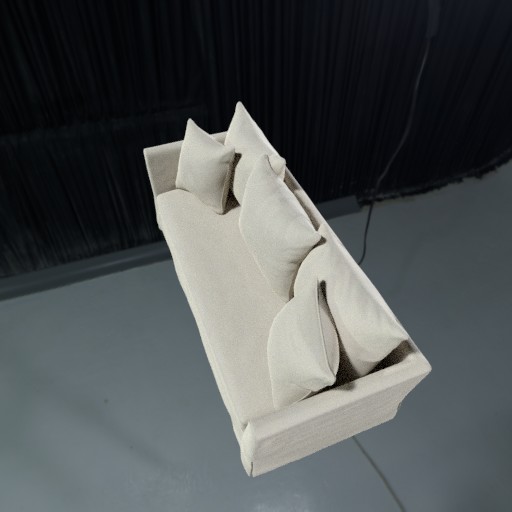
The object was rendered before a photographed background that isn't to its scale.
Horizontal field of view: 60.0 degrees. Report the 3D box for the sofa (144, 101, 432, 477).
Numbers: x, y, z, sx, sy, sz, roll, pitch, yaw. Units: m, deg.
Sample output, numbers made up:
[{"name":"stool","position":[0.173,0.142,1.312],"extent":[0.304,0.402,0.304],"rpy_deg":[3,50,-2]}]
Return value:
[{"name":"sofa","position":[0.000,0.000,3.087],"extent":[1.046,1.047,2.499],"rpy_deg":[-16,50,-14]}]
